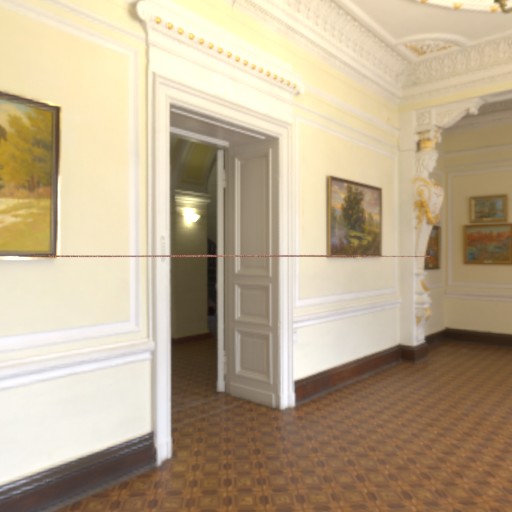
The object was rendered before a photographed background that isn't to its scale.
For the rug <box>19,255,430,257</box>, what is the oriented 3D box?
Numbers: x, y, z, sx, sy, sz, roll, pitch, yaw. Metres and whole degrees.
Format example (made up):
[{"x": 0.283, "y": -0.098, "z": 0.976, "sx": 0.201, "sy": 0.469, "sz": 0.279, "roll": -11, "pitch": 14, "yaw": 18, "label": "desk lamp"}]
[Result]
[{"x": 0.000, "y": 0.000, "z": 2.555, "sx": 2.353, "sy": 0.013, "sz": 0.718, "roll": 0, "pitch": 0, "yaw": -36, "label": "rug"}]
